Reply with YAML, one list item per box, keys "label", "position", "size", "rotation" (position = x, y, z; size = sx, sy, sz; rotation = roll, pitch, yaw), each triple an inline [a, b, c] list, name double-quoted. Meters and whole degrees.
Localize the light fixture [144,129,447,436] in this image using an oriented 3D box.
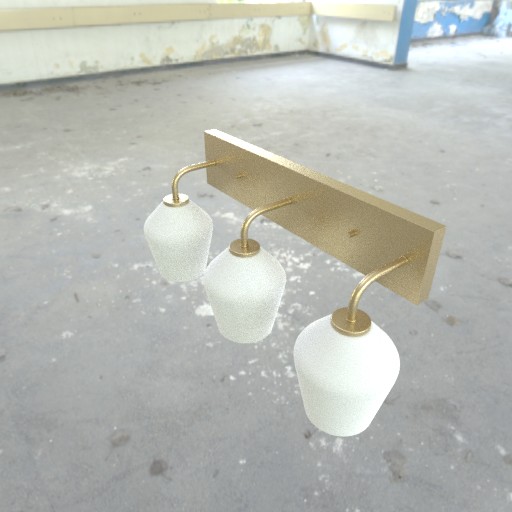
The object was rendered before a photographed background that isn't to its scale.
- label: "light fixture"
  position: [0.000, 0.000, 0.755]
  size: [0.190, 0.280, 0.609]
  rotation: [-22, 38, -31]
